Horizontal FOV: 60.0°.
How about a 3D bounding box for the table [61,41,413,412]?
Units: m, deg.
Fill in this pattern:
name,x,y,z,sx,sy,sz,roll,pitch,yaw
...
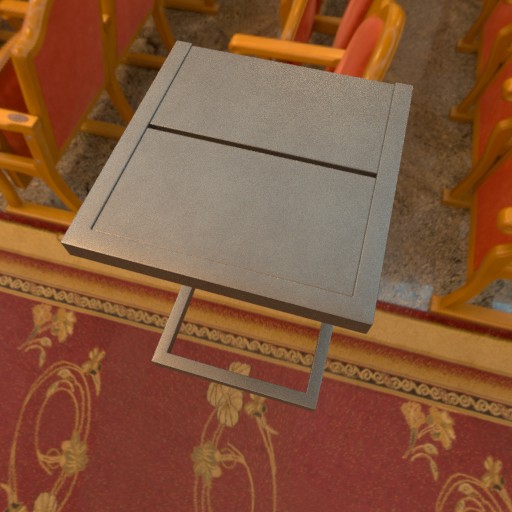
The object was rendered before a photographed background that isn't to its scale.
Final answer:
name,x,y,z,sx,sy,sz,roll,pitch,yaw
table,0.000,0.000,0.907,0.405,0.609,0.420,14,62,8
